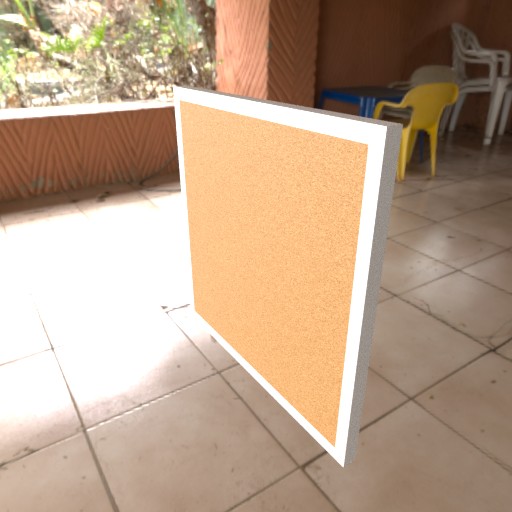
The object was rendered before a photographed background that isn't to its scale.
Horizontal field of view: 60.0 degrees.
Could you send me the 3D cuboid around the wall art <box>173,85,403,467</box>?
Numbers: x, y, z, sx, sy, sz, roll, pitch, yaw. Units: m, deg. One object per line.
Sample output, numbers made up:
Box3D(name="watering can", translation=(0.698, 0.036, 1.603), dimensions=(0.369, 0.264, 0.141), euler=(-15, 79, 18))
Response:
Box3D(name="wall art", translation=(0.000, 0.000, 1.139), dimensions=(0.038, 0.762, 0.762), euler=(-17, 31, -31))
